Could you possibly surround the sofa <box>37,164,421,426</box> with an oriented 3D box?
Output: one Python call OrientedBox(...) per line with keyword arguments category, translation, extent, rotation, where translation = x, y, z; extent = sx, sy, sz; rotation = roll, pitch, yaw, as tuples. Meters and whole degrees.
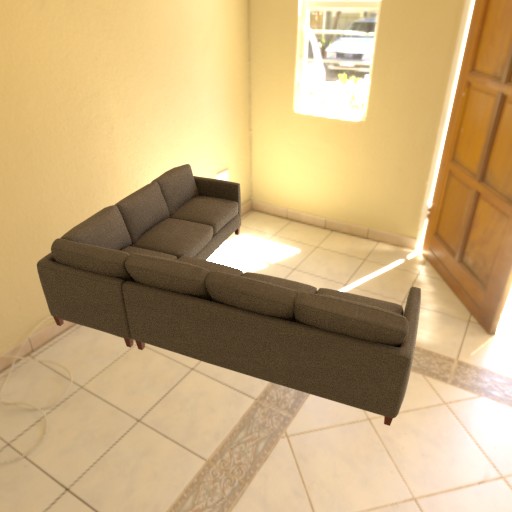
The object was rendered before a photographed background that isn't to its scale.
OrientedBox(category="sofa", translation=(0.000, 0.000, 4.600), extent=(3.302, 0.947, 2.593), rotation=(12, 32, 19))
